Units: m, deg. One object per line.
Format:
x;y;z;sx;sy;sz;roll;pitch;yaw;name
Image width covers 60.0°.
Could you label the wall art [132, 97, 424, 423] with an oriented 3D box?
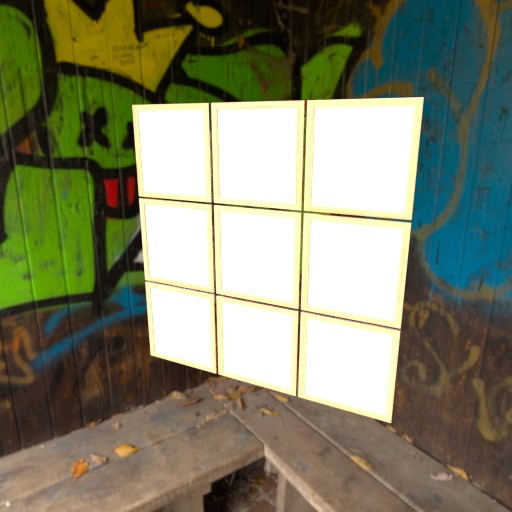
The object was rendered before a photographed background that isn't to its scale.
0.000;0.000;1.852;1.206;1.218;0.013;8;18;26;wall art
